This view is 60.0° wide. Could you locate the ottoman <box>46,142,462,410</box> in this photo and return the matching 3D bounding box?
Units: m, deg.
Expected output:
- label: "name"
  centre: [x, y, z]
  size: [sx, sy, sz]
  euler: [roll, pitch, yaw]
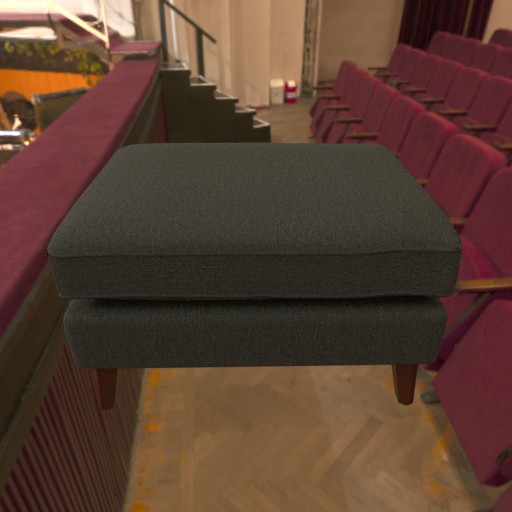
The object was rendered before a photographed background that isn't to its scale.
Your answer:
- label: "ottoman"
  centre: [0.000, 0.000, 1.204]
  size: [0.835, 0.503, 0.629]
  euler: [-1, 31, -1]
